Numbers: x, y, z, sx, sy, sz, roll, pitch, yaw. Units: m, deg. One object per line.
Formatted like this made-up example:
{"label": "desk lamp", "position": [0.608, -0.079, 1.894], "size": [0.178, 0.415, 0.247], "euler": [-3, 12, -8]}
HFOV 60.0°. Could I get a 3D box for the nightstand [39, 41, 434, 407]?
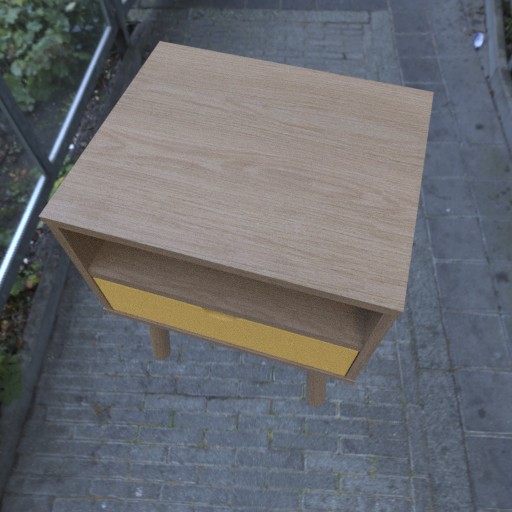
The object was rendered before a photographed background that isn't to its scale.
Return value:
{"label": "nightstand", "position": [0.000, 0.000, 0.856], "size": [0.450, 0.571, 0.380], "euler": [14, 60, 9]}
